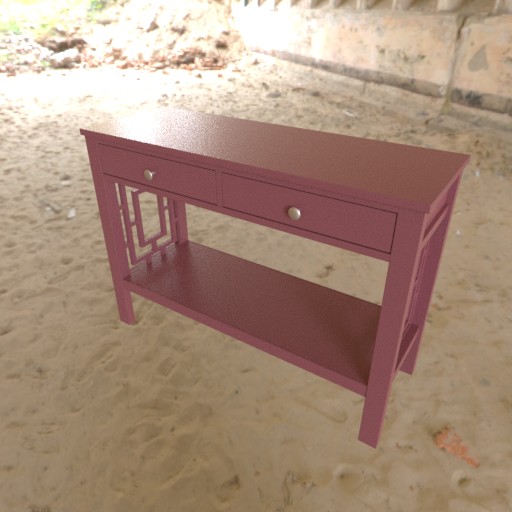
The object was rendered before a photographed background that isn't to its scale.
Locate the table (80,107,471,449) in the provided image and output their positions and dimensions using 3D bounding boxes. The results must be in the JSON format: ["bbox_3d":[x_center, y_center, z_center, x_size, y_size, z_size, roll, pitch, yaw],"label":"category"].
[{"bbox_3d":[0.000,0.000,1.443,1.068,0.753,0.397,18,35,28],"label":"table"}]
